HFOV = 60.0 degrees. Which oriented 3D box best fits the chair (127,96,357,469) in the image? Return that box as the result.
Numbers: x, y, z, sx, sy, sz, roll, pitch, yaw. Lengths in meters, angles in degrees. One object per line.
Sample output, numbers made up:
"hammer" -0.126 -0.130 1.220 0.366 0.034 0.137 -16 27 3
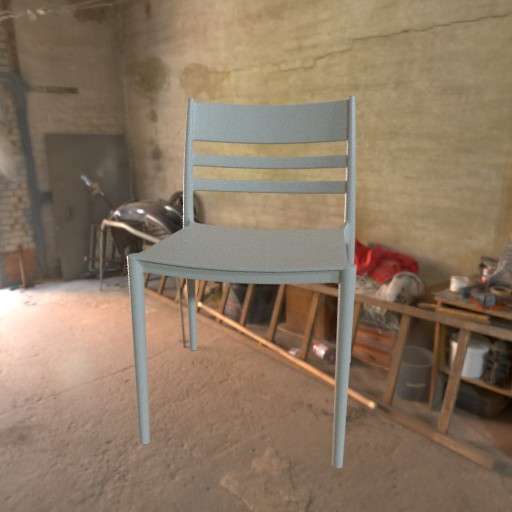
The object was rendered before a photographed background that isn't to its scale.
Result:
"chair" 0.000 0.000 1.134 0.531 0.800 0.511 3 15 10
